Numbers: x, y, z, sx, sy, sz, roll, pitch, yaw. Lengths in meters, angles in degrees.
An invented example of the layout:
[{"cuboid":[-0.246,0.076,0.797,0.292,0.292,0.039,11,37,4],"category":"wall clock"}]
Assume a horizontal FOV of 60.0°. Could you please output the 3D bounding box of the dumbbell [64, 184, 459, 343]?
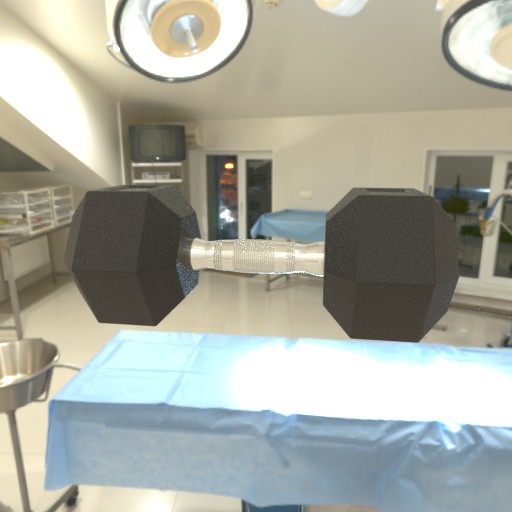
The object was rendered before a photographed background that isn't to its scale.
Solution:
[{"cuboid":[0.000,0.000,0.414,0.337,0.123,0.142,2,14,9],"category":"dumbbell"}]
